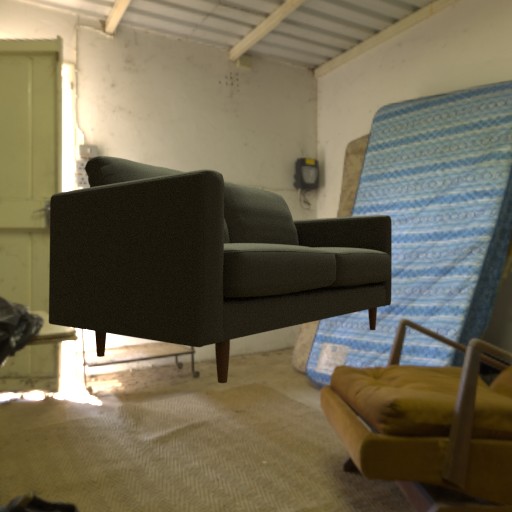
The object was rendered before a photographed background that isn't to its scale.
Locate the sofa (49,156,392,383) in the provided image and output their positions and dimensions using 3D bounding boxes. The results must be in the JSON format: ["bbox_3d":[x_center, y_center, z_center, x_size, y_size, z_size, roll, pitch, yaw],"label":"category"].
[{"bbox_3d":[0.000,0.000,2.272,0.940,0.866,1.713,0,-1,36],"label":"sofa"}]
